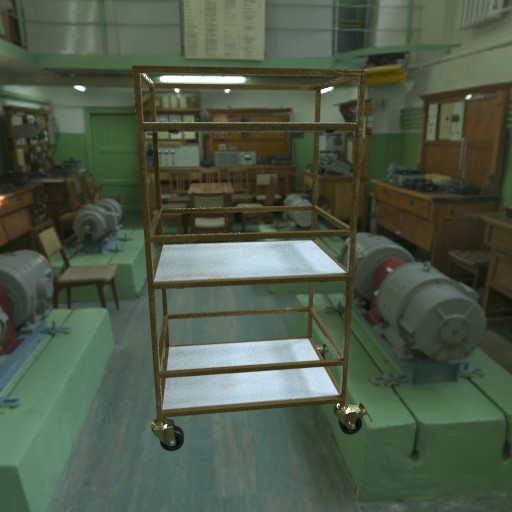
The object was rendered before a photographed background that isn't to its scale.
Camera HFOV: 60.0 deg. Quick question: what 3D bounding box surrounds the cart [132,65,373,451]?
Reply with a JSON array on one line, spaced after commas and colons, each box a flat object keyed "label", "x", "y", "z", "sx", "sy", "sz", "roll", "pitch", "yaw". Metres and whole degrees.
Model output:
[{"label": "cart", "x": 0.000, "y": 0.000, "z": 1.013, "sx": 0.483, "sy": 0.761, "sz": 0.332, "roll": -2, "pitch": 16, "yaw": -7}]
